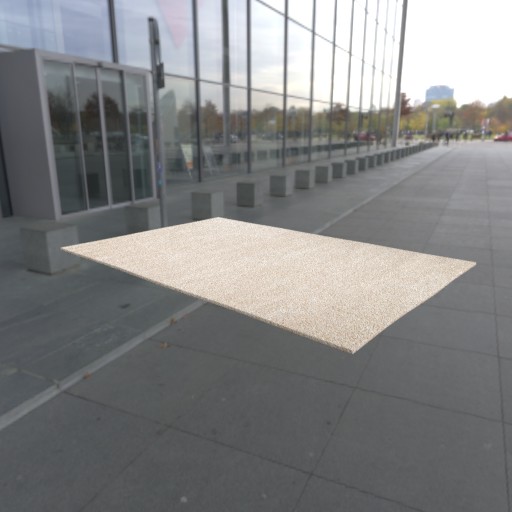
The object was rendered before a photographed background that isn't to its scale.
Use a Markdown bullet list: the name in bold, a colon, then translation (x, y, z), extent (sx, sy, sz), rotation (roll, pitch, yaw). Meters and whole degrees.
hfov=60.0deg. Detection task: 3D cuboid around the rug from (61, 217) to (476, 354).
- **rug**: translation (0.000, 0.000, 3.440), extent (2.699, 0.025, 1.800), rotation (13, 20, 39)
